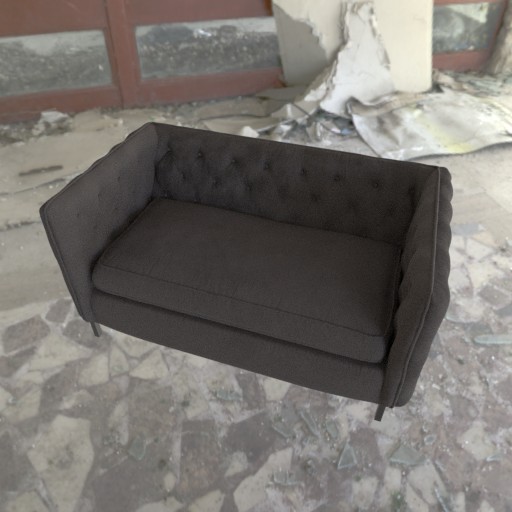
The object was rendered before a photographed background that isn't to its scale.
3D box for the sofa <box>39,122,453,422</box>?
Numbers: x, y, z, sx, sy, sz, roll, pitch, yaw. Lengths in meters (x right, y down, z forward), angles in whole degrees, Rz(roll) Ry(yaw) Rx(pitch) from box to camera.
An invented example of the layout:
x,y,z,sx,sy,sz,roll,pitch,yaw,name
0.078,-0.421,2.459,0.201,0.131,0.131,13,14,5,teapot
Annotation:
x,y,z,sx,sy,sz,roll,pitch,yaw,name
0.000,0.000,2.099,1.583,0.810,0.909,13,42,14,sofa
